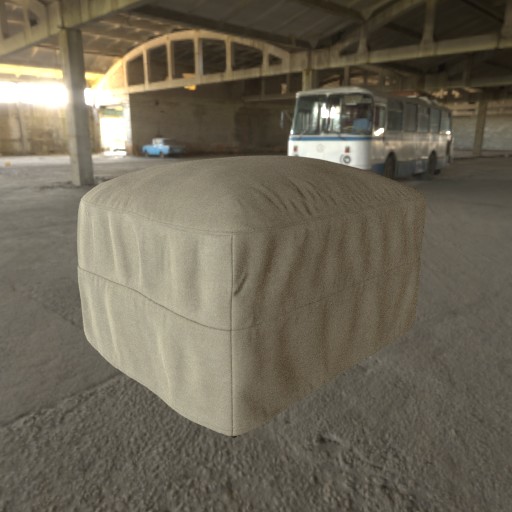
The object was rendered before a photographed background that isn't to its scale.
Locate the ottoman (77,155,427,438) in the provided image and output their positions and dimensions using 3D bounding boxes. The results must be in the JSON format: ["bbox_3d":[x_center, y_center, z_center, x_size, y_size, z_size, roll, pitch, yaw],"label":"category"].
[{"bbox_3d":[0.000,0.000,1.090,0.584,0.480,0.712,15,21,43],"label":"ottoman"}]
